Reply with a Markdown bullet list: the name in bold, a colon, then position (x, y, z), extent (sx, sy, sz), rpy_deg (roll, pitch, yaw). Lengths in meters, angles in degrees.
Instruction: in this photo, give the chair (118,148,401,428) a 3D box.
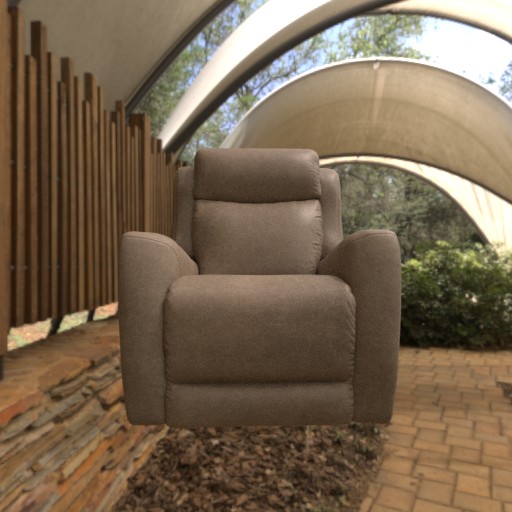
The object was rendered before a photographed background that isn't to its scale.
- **chair**: position (0.000, 0.000, 1.935), extent (0.967, 1.116, 1.068), rpy_deg (0, 1, 0)
